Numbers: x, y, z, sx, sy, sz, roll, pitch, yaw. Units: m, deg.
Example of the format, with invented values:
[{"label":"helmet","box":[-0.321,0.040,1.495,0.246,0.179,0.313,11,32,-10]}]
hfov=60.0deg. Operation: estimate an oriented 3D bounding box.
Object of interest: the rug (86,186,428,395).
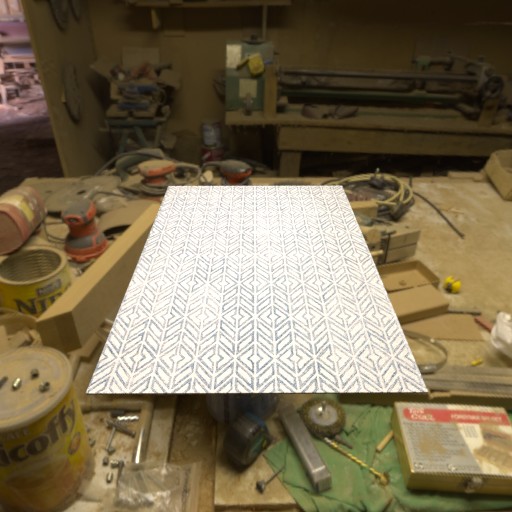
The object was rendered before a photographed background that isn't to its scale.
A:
[{"label":"rug","box":[0.000,0.000,2.348,1.220,0.008,1.824,0,32,0]}]
